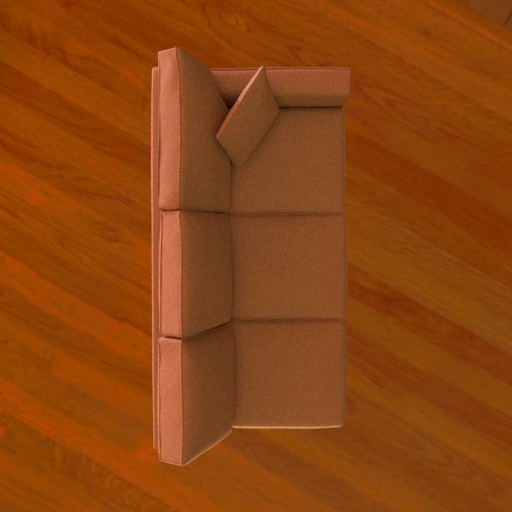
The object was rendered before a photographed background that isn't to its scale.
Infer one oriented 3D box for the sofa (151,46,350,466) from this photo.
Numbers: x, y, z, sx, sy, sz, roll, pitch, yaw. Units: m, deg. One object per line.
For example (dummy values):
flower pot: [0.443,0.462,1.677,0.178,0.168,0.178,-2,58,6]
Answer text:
sofa: [0.000,0.000,2.482,1.034,0.946,1.963,0,91,1]
